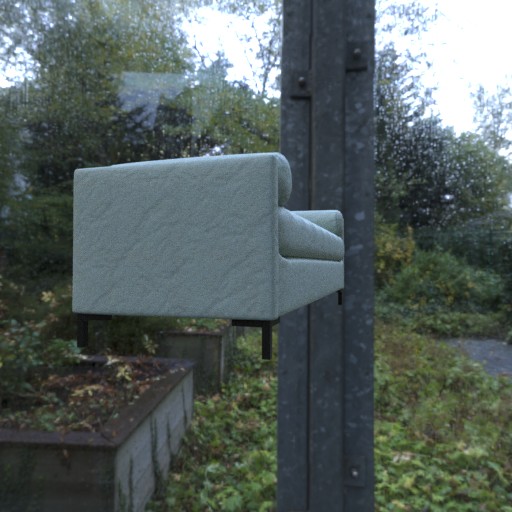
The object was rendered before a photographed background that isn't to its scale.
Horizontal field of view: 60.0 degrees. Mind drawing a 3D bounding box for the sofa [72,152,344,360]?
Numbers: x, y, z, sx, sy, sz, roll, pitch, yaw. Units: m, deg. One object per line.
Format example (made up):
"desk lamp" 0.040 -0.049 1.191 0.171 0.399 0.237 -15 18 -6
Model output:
"sofa" 0.000 0.000 2.498 0.796 0.705 2.102 0 -1 17
